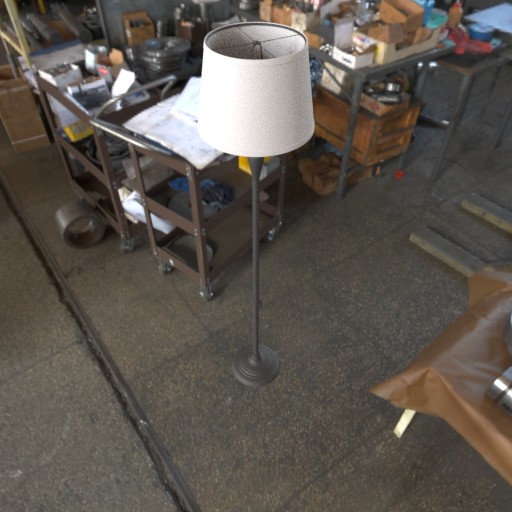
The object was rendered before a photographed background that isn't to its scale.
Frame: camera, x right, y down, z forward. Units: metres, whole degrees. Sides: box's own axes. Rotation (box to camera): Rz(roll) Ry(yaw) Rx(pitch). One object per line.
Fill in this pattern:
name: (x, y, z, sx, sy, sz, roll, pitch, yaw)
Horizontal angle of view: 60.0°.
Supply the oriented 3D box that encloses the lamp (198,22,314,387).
lamp: (0.000, 0.000, 1.618, 0.327, 1.506, 0.327, 15, 47, 14)
